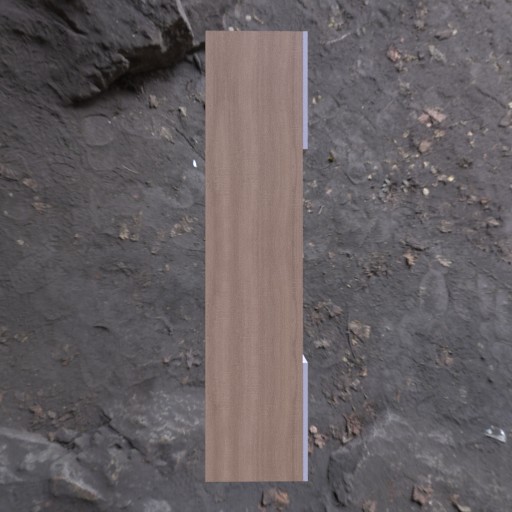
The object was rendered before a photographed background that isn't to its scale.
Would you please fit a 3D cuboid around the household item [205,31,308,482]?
[{"bbox_3d":[0.000,0.000,1.975,0.420,0.310,1.850,0,90,-1],"label":"household item"}]
